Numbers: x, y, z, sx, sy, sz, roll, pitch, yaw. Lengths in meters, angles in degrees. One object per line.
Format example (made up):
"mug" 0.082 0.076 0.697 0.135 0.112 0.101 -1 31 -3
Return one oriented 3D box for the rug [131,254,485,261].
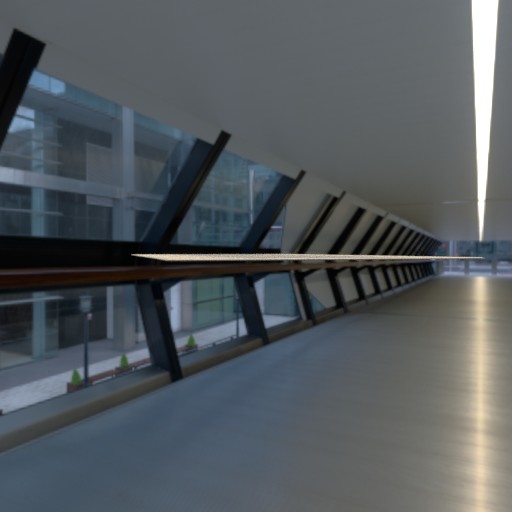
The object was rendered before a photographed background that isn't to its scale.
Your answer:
"rug" 0.000 0.000 3.080 1.541 0.008 2.448 0 1 -19
